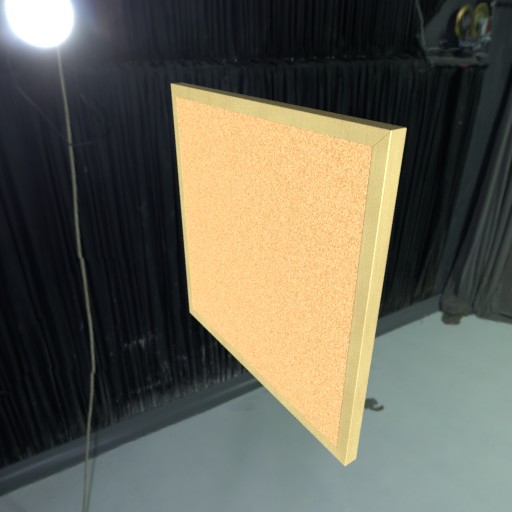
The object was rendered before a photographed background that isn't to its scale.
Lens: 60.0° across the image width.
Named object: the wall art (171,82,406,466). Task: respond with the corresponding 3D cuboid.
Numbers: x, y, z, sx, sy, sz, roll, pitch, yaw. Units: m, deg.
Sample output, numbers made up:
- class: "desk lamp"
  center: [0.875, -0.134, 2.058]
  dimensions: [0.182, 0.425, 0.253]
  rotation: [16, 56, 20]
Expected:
- class: "wall art"
  center: [0.000, 0.000, 1.134]
  dimensions: [0.037, 0.763, 0.763]
  rotation: [-18, 32, -31]
